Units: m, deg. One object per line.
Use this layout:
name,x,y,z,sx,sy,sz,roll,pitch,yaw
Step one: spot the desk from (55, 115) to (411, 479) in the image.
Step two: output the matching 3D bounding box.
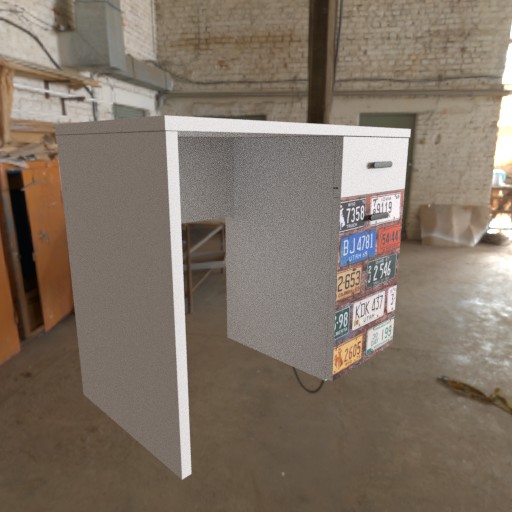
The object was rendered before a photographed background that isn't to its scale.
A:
desk,0.000,0.000,1.304,0.482,0.730,0.898,13,19,43
